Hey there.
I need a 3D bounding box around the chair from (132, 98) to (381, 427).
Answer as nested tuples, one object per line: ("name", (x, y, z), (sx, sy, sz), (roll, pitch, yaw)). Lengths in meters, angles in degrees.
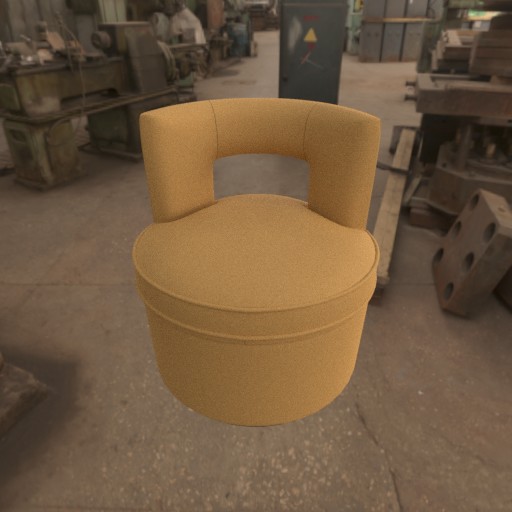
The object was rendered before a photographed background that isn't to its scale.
("chair", (0.000, 0.000, 1.217), (0.650, 0.723, 0.665), (2, 30, 3))
